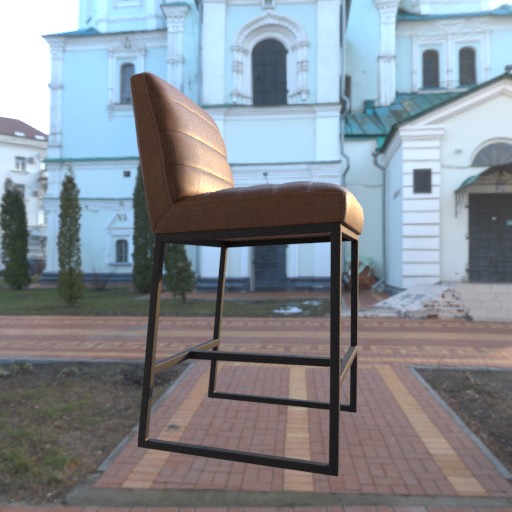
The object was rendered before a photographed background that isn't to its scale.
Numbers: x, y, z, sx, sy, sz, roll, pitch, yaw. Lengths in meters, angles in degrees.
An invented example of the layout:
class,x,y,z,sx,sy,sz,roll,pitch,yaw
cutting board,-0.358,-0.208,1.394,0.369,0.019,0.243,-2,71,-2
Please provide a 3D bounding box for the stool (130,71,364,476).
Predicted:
class,x,y,z,sx,sy,sz,roll,pitch,yaw
stool,0.000,0.000,1.227,0.556,0.940,0.458,0,-1,18
